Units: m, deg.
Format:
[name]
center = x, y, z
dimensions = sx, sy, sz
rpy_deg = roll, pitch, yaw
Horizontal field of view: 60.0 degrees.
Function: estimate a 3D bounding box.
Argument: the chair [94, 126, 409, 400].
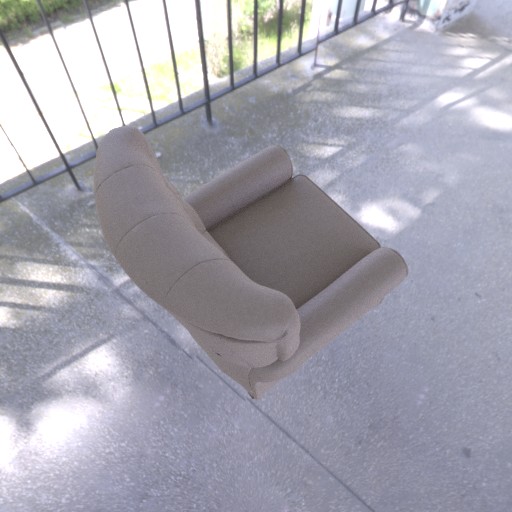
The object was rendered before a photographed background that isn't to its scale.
[chair]
center = 0.000, 0.000, 1.909
dimensions = 1.041, 1.138, 0.999
rpy_deg = -33, 64, -18
